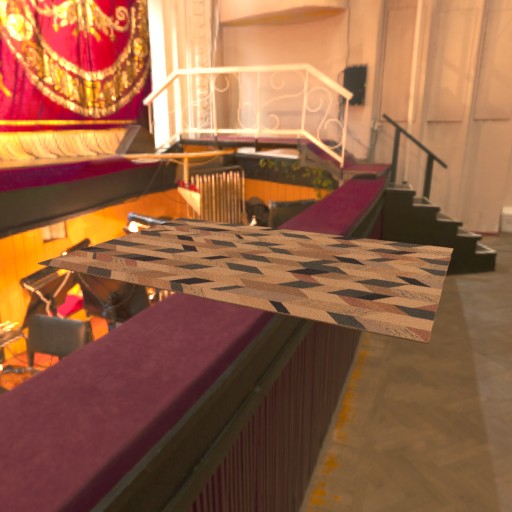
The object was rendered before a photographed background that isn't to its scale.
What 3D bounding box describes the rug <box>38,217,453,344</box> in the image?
[{"bbox_3d":[0.000,0.000,2.292,1.813,0.006,1.202,8,19,25],"label":"rug"}]
